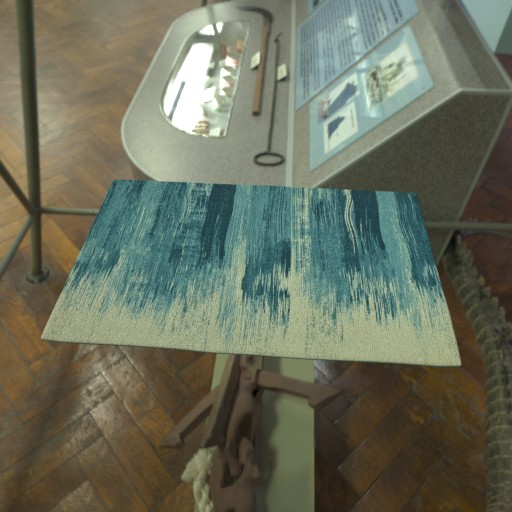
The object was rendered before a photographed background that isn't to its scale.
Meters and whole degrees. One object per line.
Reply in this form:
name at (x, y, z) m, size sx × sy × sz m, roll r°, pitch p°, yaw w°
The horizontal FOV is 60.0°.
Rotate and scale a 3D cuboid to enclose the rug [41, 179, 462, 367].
rug at (0.000, 0.000, 3.053) m, size 2.450 × 0.027 × 1.540 m, roll 3°, pitch 48°, yaw 3°
